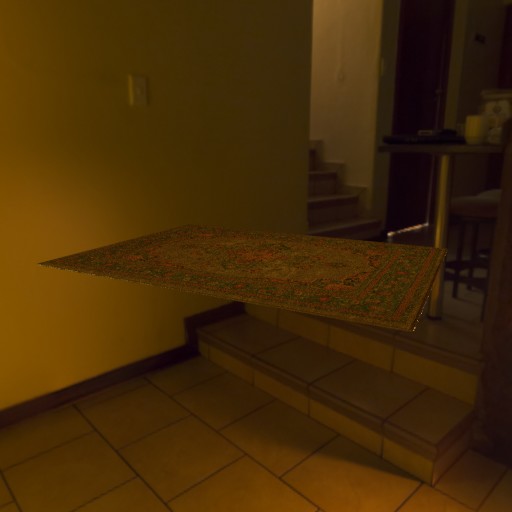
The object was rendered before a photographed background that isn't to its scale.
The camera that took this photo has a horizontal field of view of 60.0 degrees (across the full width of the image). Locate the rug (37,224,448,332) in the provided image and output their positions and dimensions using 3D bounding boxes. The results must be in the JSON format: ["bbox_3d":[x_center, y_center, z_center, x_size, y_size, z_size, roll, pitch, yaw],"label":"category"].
[{"bbox_3d":[0.000,0.000,2.922,2.214,0.013,1.609,7,16,26],"label":"rug"}]
